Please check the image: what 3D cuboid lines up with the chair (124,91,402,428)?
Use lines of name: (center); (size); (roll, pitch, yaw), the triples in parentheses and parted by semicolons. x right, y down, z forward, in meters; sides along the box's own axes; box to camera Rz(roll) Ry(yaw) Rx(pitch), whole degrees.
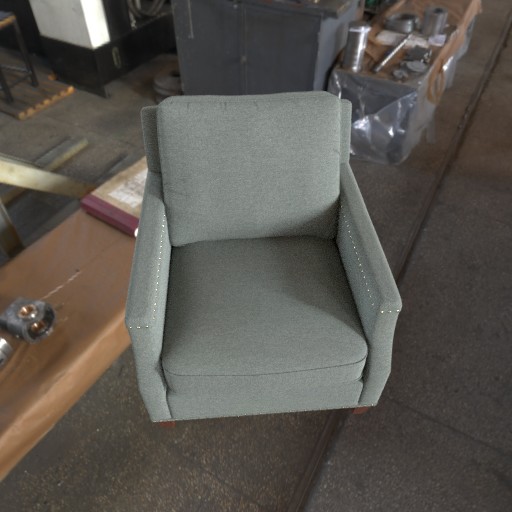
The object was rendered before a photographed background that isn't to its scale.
chair: (0.000, 0.000, 1.770); (0.885, 1.031, 1.031); (-3, 46, -3)
